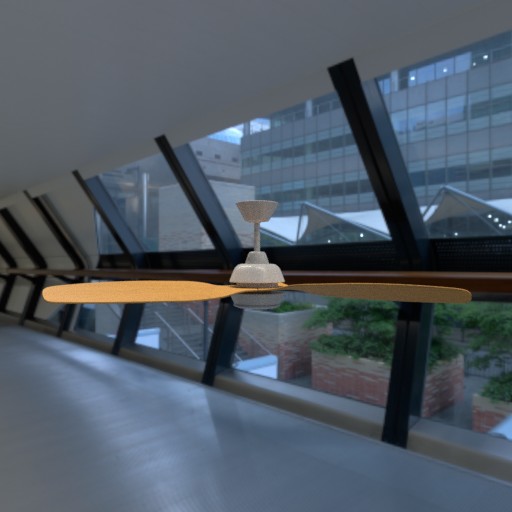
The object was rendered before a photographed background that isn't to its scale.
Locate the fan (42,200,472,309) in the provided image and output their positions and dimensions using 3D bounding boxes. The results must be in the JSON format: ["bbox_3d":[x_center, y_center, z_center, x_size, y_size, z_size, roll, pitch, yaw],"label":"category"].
[{"bbox_3d":[0.000,0.000,1.646,1.142,0.355,1.010,0,0,1],"label":"fan"}]
